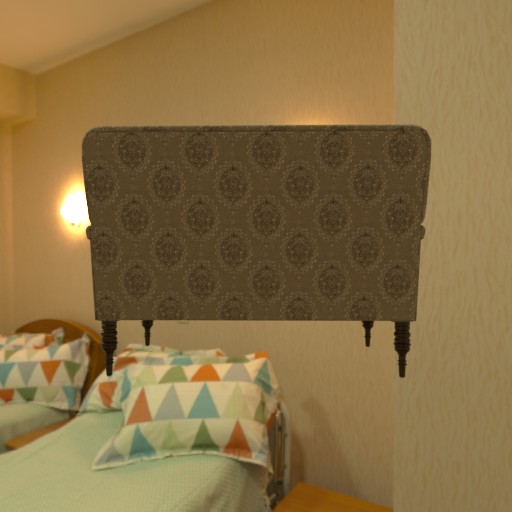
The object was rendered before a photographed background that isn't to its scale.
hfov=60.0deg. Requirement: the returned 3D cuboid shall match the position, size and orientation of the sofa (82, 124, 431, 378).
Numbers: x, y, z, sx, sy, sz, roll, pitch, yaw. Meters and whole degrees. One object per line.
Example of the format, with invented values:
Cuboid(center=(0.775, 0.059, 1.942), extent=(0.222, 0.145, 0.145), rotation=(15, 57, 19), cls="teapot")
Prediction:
Cuboid(center=(0.000, 0.000, 1.870), extent=(1.297, 0.889, 0.779), rotation=(0, 0, 1), cls="sofa")
